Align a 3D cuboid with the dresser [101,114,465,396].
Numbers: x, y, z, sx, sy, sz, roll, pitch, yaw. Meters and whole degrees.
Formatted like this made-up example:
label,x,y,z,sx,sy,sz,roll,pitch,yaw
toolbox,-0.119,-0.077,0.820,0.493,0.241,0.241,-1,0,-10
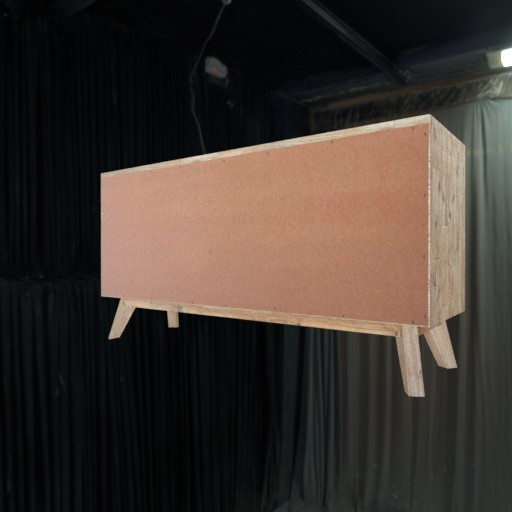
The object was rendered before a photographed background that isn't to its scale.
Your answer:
label,x,y,z,sx,sy,sz,roll,pitch,yaw
dresser,0.000,0.000,1.891,1.554,0.805,0.455,0,0,37
